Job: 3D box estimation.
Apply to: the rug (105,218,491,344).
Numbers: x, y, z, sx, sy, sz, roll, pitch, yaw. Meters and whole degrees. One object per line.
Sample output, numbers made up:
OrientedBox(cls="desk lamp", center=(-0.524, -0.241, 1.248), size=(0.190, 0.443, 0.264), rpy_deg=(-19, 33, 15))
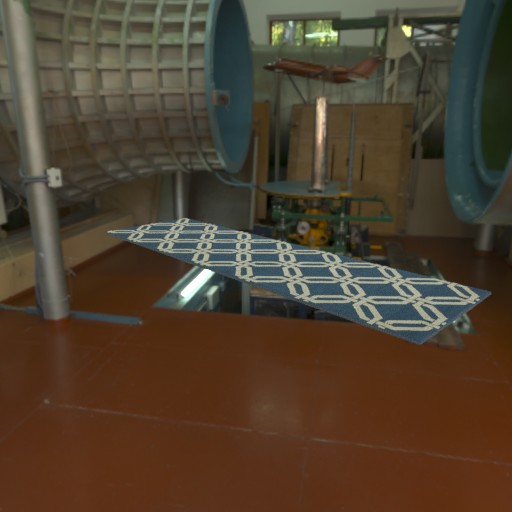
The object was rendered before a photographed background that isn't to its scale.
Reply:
OrientedBox(cls="rug", center=(0.000, 0.000, 2.502), size=(0.678, 0.014, 2.276), rpy_deg=(-16, 22, -42))
